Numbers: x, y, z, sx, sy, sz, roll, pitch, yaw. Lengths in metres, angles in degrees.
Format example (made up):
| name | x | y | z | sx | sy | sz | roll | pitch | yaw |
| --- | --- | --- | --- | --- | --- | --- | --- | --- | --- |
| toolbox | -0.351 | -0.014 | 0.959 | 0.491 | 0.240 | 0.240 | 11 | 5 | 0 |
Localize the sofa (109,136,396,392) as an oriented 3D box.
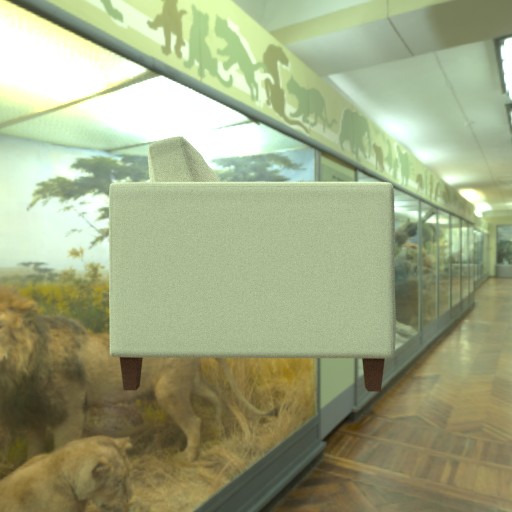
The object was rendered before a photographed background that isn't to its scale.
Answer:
| name | x | y | z | sx | sy | sz | roll | pitch | yaw |
| --- | --- | --- | --- | --- | --- | --- | --- | --- | --- |
| sofa | 0.000 | 0.000 | 2.256 | 0.964 | 0.888 | 1.702 | 0 | 1 | 1 |
